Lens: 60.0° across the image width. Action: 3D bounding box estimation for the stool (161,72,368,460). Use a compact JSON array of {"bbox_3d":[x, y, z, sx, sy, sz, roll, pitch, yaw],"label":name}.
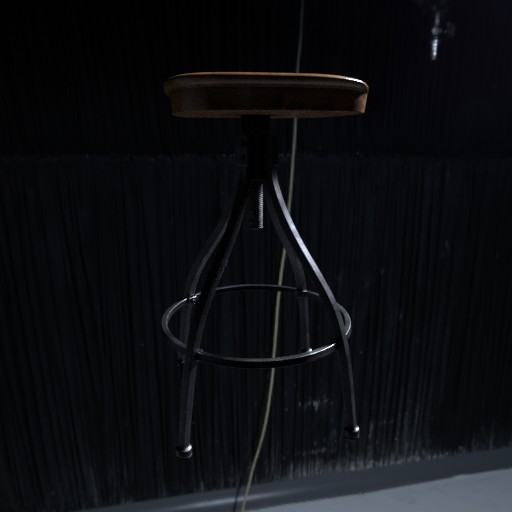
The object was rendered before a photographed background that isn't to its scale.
[{"bbox_3d":[0.000,0.000,0.963,0.424,0.694,0.432,-3,16,-9],"label":"stool"}]
